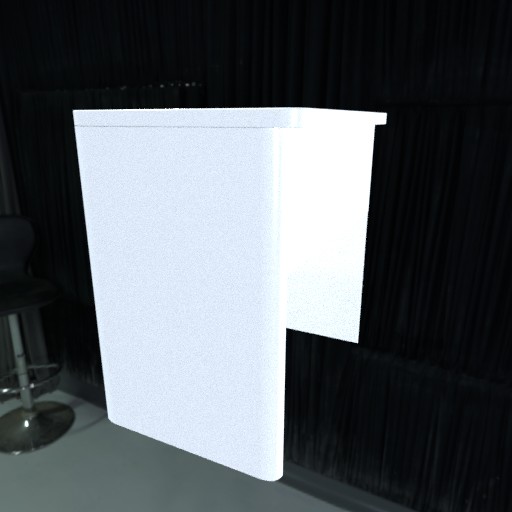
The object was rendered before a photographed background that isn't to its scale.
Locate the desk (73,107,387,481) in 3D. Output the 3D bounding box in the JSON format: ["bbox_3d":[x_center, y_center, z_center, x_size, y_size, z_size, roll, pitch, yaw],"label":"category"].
[{"bbox_3d":[0.000,0.000,1.295,0.549,0.800,0.762,8,19,25],"label":"desk"}]
